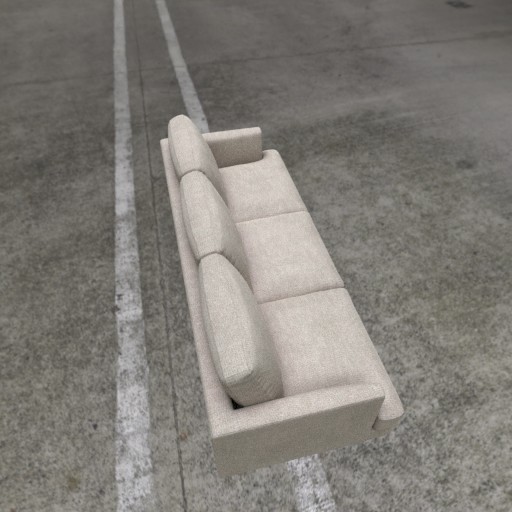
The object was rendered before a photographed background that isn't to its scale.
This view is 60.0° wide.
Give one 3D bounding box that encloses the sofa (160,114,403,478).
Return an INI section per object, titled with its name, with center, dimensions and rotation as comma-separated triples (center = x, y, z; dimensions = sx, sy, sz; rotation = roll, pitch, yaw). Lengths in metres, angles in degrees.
[sofa]
center = 0.000, 0.000, 2.702
dimensions = 0.903, 0.930, 2.246
rotation = -10, 48, -9
